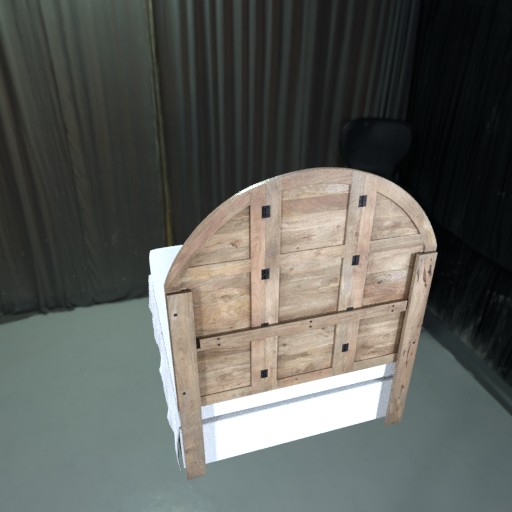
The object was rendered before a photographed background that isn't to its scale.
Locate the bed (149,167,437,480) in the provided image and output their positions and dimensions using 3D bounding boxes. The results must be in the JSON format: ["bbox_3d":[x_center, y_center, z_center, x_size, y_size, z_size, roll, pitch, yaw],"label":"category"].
[{"bbox_3d":[0.000,0.000,3.524,1.713,2.002,2.112,-8,29,-15],"label":"bed"}]
